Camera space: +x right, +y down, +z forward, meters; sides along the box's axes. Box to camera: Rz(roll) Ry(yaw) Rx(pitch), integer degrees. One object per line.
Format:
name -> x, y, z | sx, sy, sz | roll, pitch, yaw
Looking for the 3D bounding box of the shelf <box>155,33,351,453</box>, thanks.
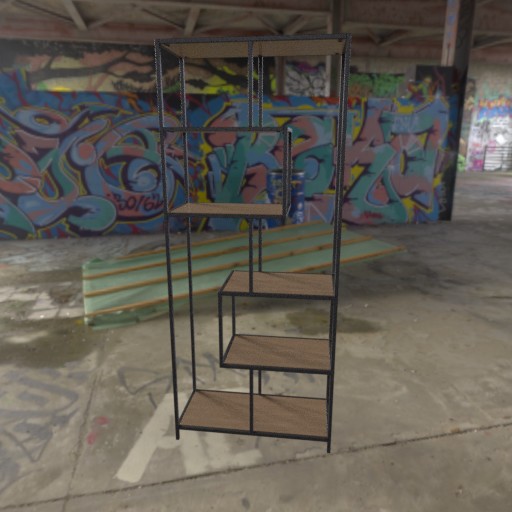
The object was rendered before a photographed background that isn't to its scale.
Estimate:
shelf -> 0.000, 0.000, 2.118 | 0.770, 1.850, 0.350 | 2, 15, 7
